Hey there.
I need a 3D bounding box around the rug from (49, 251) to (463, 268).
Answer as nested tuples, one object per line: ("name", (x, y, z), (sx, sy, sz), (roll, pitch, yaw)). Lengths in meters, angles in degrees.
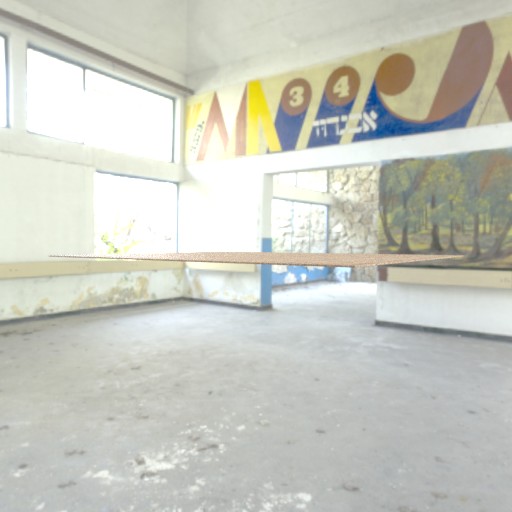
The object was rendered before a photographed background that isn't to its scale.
("rug", (0.000, 0.000, 4.306), (3.205, 0.013, 2.448), (1, 2, 37))
